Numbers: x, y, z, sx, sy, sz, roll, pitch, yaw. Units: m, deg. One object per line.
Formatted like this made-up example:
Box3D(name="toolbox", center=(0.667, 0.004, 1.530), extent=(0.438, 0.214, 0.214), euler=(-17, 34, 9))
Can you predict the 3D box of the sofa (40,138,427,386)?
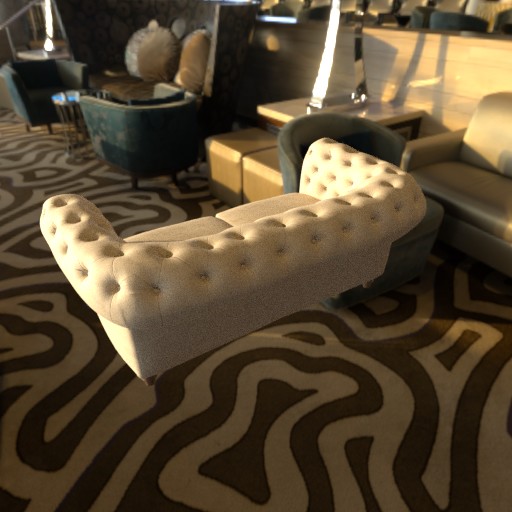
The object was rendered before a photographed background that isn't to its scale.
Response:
Box3D(name="sofa", center=(0.000, 0.000, 2.499), extent=(1.988, 0.835, 1.069), euler=(-19, 36, -28))
